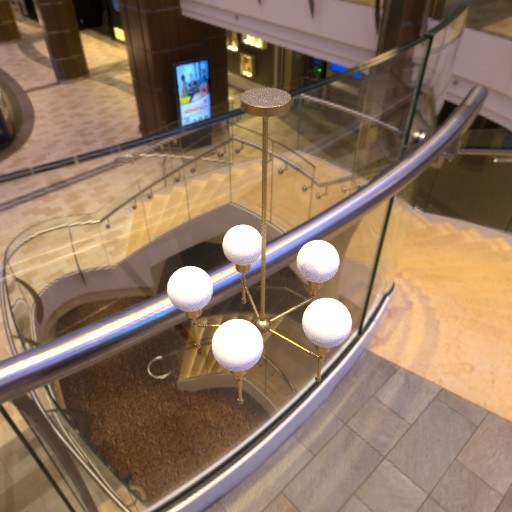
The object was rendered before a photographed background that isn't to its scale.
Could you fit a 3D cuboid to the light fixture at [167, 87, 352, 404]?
[{"bbox_3d":[0.000,0.000,1.838,0.785,1.331,0.815,0,41,0],"label":"light fixture"}]
